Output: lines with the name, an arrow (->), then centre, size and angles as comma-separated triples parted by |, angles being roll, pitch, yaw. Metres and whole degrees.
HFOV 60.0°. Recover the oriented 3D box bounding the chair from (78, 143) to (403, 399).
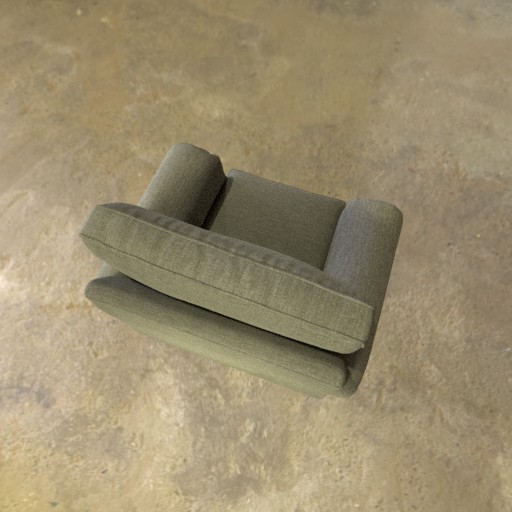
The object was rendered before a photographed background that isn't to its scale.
chair -> 0.000, 0.000, 1.901 | 1.092, 0.961, 0.965 | 18, 64, 9
